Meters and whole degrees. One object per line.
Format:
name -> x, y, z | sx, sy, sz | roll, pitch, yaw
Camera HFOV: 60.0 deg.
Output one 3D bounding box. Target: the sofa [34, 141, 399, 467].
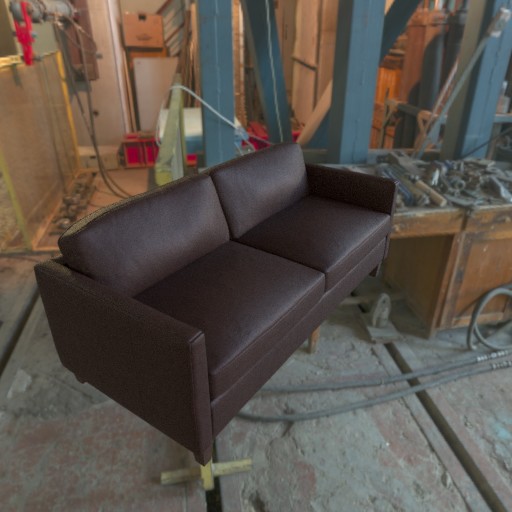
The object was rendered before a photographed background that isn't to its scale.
sofa -> 0.000, 0.000, 2.428 | 0.923, 0.863, 1.971 | 19, 34, 30
